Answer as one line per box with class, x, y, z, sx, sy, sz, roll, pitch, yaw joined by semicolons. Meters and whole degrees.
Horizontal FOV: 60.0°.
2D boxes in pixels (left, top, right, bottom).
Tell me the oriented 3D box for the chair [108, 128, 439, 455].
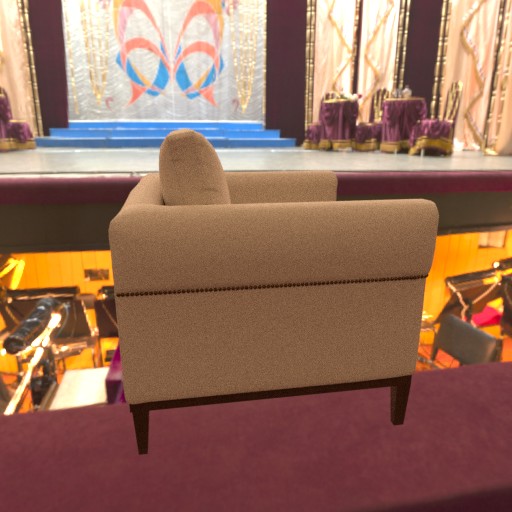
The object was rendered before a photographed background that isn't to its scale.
chair;0.000;0.000;1.658;0.896;0.915;0.982;-3;17;-9
